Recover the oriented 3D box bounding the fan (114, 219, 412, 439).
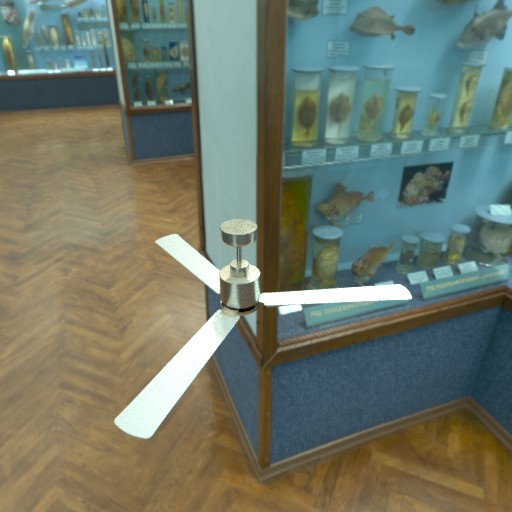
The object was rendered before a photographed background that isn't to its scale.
[{"bbox_3d":[0.000,0.000,2.284,1.531,0.446,1.561,-9,30,-16],"label":"fan"}]
